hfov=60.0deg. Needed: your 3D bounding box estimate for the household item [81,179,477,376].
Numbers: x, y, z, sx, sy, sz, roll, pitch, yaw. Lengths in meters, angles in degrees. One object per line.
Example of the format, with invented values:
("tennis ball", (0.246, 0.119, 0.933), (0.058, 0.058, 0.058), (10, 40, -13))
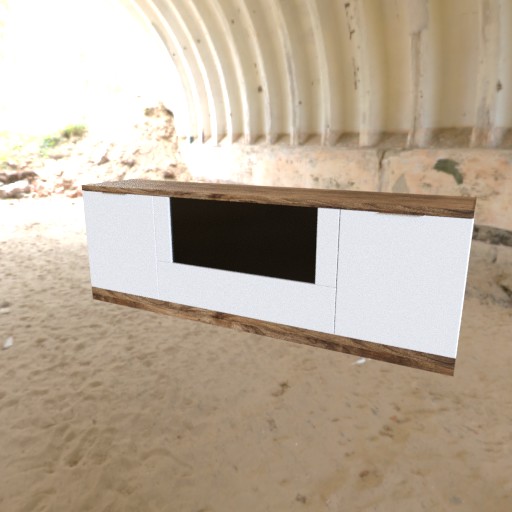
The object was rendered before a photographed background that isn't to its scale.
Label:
("household item", (0.000, 0.000, 2.091), (1.800, 0.615, 0.390), (7, 17, 26))
